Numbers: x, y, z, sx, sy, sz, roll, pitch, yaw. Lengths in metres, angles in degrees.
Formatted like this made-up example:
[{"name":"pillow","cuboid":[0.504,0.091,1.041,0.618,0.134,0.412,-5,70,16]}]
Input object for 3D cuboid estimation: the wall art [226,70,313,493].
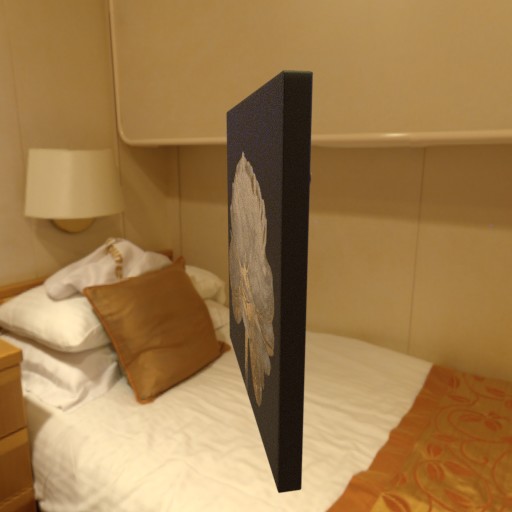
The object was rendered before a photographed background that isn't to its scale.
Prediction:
[{"name":"wall art","cuboid":[0.000,0.000,0.906,0.043,0.611,0.610,-2,13,-10]}]
